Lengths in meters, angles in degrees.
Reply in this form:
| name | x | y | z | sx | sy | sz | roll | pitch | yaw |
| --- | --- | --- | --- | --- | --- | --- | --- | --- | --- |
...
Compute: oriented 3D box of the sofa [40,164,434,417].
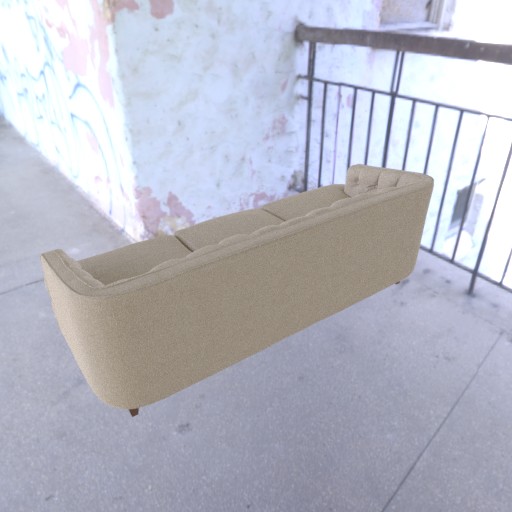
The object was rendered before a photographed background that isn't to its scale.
| name | x | y | z | sx | sy | sz | roll | pitch | yaw |
| --- | --- | --- | --- | --- | --- | --- | --- | --- | --- |
| sofa | 0.000 | 0.000 | 2.668 | 2.235 | 0.788 | 0.913 | -20 | 37 | -29 |
